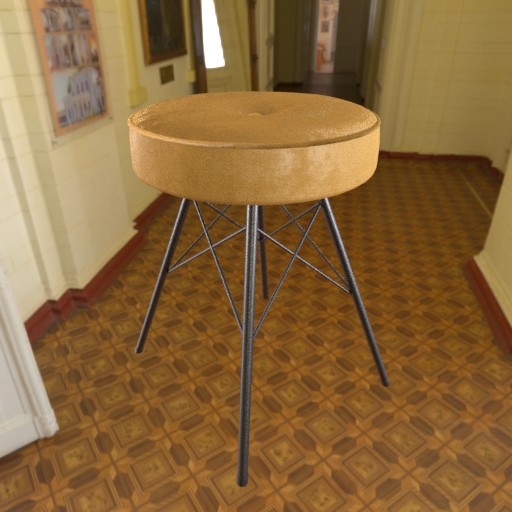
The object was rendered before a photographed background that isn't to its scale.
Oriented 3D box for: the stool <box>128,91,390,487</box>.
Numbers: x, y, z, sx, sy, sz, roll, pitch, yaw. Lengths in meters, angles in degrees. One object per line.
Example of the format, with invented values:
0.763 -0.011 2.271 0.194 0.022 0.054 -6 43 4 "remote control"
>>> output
0.000 0.000 0.902 0.438 0.595 0.472 -18 33 -30 "stool"
